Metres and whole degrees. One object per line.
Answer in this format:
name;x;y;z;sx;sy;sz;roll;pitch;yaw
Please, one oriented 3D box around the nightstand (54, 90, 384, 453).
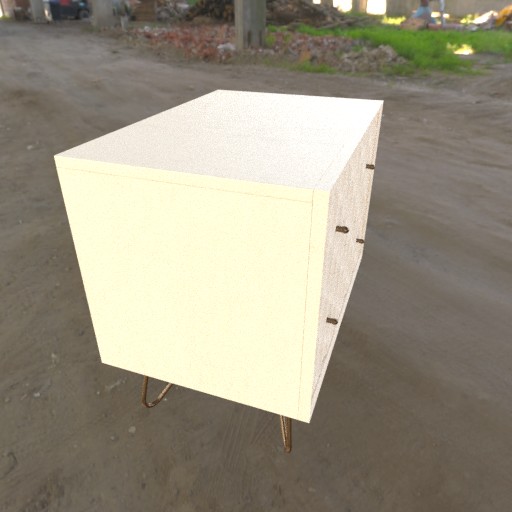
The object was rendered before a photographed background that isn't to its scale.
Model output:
nightstand;0.000;0.000;1.019;0.447;0.604;0.614;10;32;17
